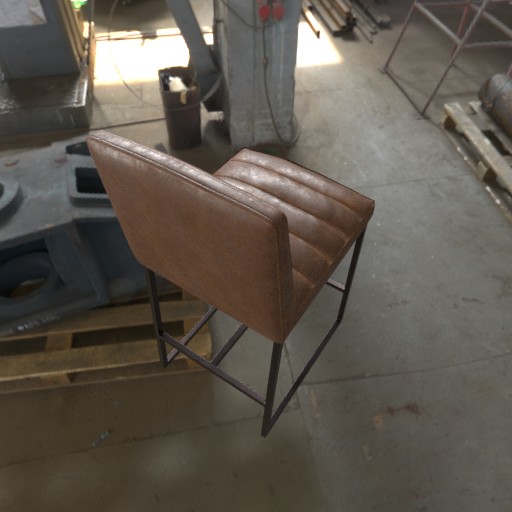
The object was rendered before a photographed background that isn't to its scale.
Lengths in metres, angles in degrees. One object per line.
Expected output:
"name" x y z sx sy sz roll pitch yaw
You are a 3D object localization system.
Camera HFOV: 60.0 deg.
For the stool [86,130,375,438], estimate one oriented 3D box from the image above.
"stool" 0.000 0.000 1.264 0.463 0.942 0.562 27 54 22
